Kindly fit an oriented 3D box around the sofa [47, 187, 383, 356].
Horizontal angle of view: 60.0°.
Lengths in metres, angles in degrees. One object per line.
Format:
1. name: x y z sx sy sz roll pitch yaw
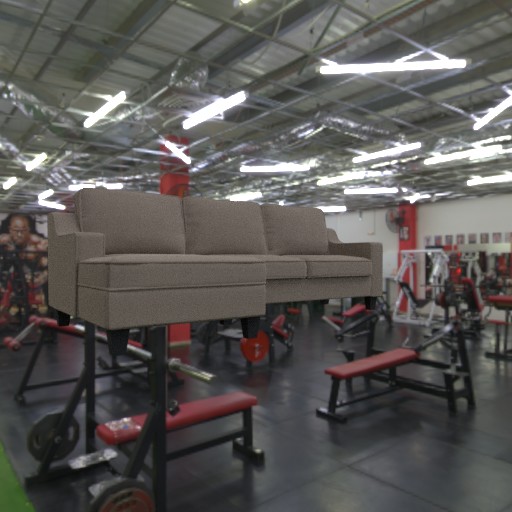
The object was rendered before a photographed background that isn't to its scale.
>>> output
1. sofa: 0.000 0.000 3.218 2.561 0.928 1.294 0 0 -36
